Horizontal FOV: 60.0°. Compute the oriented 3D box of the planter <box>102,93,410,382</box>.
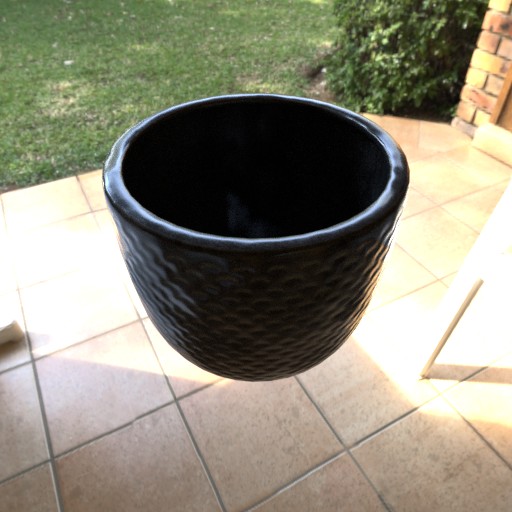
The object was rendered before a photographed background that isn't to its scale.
[{"bbox_3d":[0.000,0.000,0.305,0.172,0.160,0.172,0,42,0],"label":"planter"}]
